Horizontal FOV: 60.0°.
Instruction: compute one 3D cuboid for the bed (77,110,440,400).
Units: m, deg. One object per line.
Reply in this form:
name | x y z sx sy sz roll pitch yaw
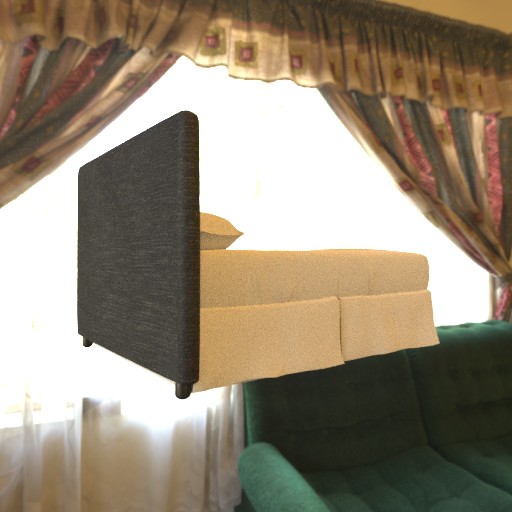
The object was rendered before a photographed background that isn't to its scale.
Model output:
bed | 0.000 0.000 3.269 2.142 1.330 1.723 0 0 -37
